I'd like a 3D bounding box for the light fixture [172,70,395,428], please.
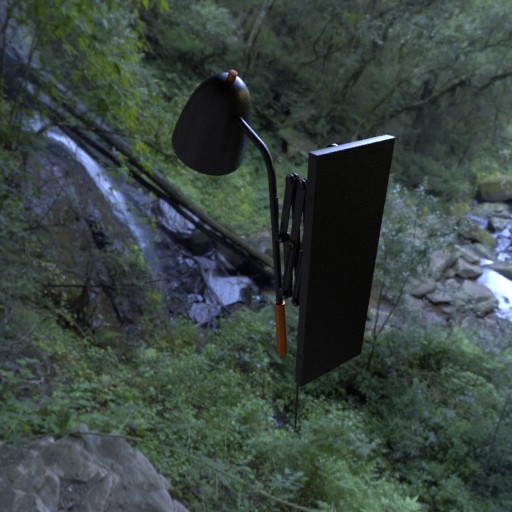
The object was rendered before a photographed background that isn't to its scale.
[{"bbox_3d":[0.000,0.000,0.937,0.162,0.715,0.499,-19,35,-29],"label":"light fixture"}]
